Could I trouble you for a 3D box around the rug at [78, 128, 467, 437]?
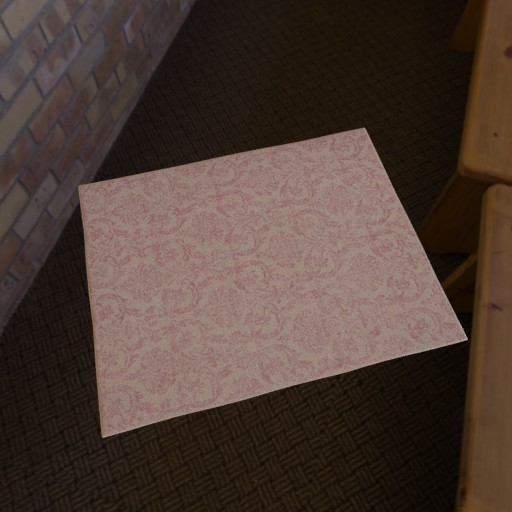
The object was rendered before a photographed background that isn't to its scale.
[{"bbox_3d":[0.000,0.000,3.988,2.980,0.012,2.363,-13,64,-7],"label":"rug"}]
